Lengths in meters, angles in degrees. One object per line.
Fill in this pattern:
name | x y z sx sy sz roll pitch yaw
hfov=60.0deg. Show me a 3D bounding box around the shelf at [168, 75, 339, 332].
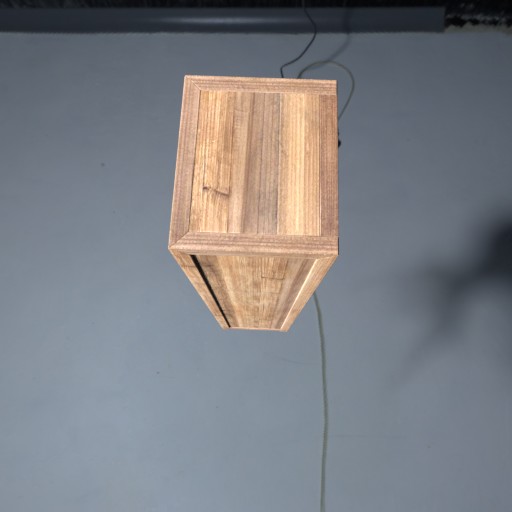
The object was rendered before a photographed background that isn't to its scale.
shelf | 0.000 0.000 2.070 0.428 1.900 0.500 2 75 1
